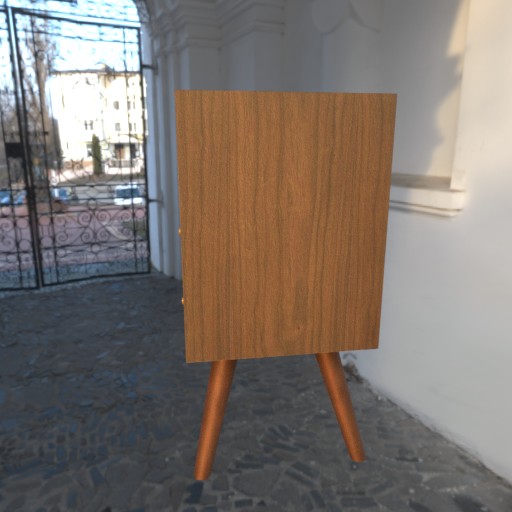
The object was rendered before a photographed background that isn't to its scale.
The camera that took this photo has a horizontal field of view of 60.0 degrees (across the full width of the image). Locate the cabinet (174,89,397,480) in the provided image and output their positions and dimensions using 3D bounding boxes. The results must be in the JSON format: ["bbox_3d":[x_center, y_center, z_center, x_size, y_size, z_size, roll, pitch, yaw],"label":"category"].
[{"bbox_3d":[0.000,0.000,1.175,0.388,0.748,0.712,-2,15,-9],"label":"cabinet"}]
